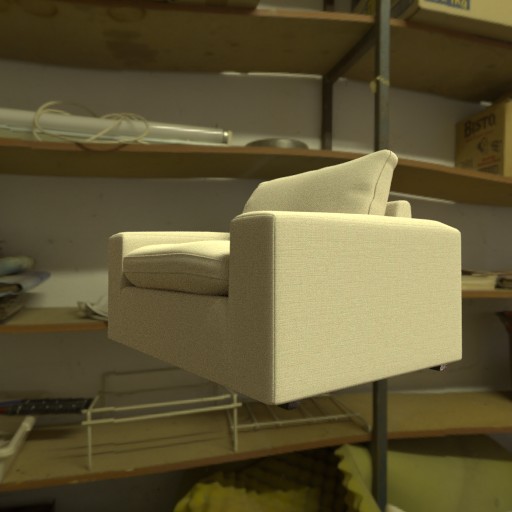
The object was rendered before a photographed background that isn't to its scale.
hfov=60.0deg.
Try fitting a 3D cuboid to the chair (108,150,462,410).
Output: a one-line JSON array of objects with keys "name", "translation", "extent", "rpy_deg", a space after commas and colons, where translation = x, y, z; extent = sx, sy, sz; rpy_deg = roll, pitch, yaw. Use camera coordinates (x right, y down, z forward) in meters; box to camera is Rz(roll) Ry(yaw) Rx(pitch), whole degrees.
[{"name": "chair", "translation": [0.000, 0.000, 2.043], "extent": [1.039, 0.915, 1.398], "rpy_deg": [1, -1, -36]}]
